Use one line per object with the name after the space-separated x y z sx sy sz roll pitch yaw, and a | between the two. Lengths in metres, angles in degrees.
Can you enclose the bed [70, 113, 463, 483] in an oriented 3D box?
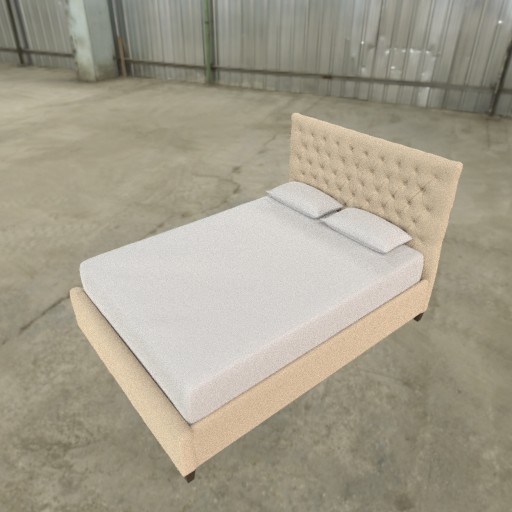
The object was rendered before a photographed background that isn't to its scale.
0.000 0.000 3.357 2.387 1.427 1.698 -23 39 -32 | bed
